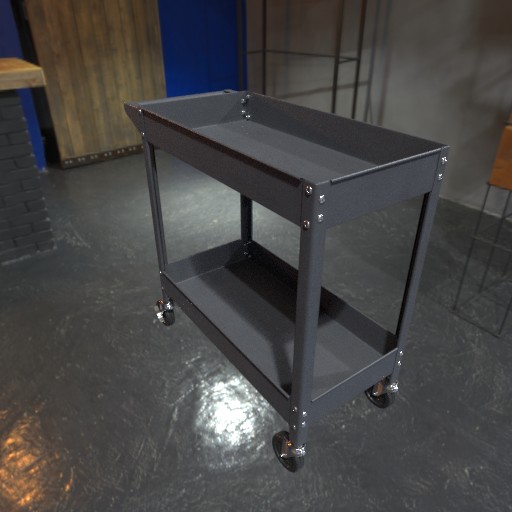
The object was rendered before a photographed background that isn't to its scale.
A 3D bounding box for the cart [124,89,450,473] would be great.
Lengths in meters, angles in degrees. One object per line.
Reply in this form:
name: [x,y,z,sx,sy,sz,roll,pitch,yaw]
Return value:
cart: [0.000,0.000,1.180,0.366,0.719,0.779,-20,36,-30]
